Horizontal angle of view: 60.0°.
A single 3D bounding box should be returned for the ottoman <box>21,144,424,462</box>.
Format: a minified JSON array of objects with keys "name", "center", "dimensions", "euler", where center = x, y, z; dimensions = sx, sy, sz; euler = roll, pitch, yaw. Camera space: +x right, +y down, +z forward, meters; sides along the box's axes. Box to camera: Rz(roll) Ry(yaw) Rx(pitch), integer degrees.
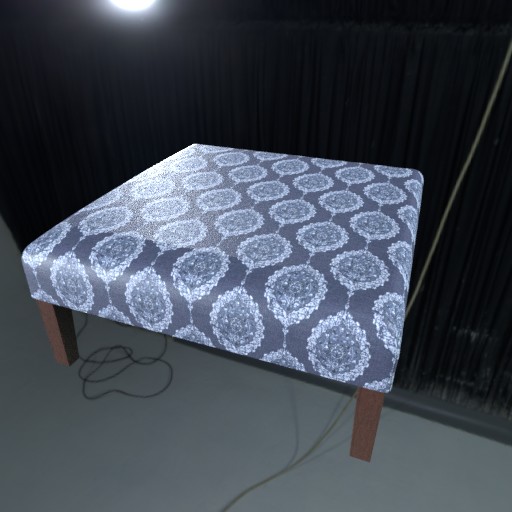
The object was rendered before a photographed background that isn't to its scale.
[{"name":"ottoman","center":[0.000,0.000,1.357],"dimensions":[0.889,0.409,0.890],"euler":[11,33,18]}]
